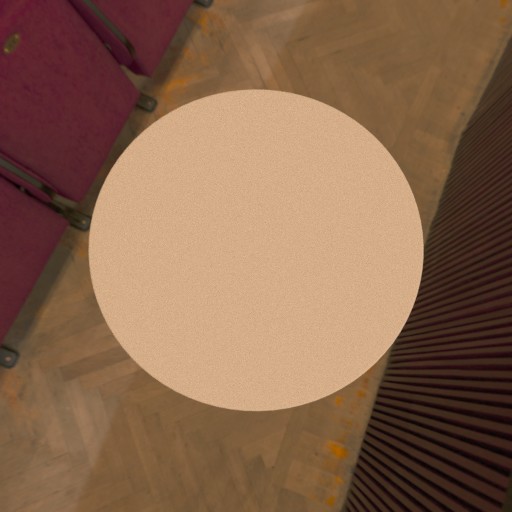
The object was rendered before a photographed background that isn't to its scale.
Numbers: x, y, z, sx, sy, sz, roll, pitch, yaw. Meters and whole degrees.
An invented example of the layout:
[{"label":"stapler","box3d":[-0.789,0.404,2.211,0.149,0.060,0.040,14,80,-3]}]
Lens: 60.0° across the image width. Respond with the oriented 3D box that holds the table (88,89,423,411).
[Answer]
[{"label":"table","box3d":[0.000,0.000,1.428,0.910,0.457,0.910,0,75,0]}]
